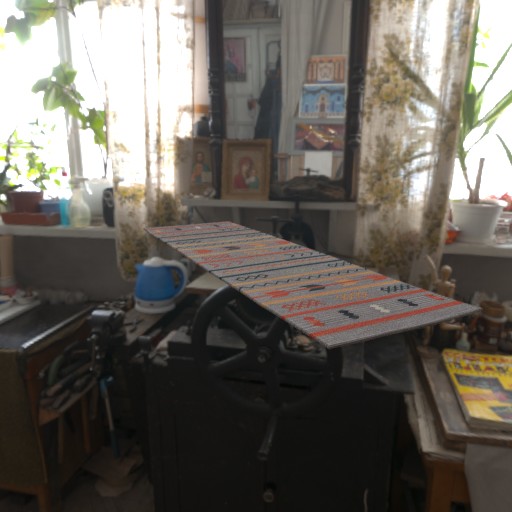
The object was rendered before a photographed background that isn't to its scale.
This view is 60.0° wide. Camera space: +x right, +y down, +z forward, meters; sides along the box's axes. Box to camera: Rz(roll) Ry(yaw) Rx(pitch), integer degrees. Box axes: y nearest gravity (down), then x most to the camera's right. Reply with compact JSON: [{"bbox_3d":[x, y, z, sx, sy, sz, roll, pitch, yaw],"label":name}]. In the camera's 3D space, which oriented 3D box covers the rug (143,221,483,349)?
[{"bbox_3d":[0.000,0.000,2.600,0.744,0.022,2.419,-7,15,-27],"label":"rug"}]
